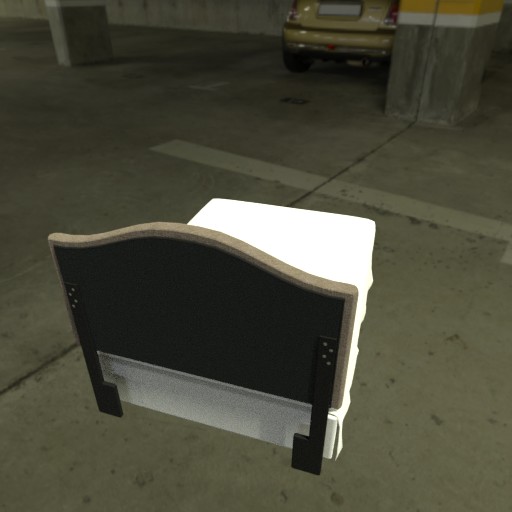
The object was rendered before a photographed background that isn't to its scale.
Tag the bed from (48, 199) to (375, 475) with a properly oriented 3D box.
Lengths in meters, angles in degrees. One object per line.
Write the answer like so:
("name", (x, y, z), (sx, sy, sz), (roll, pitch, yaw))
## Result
("bed", (0.000, 0.000, 3.287), (1.713, 1.518, 2.153), (10, 33, 15))
